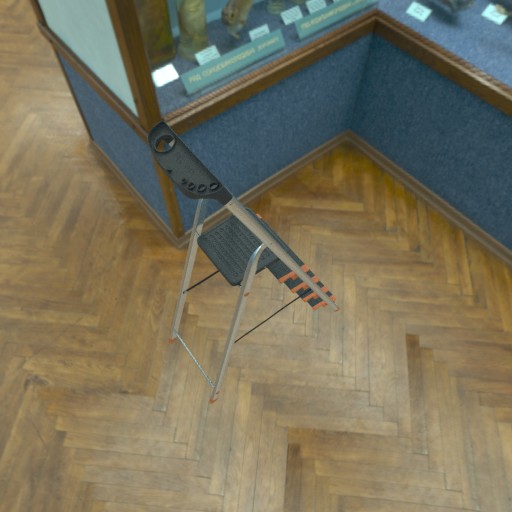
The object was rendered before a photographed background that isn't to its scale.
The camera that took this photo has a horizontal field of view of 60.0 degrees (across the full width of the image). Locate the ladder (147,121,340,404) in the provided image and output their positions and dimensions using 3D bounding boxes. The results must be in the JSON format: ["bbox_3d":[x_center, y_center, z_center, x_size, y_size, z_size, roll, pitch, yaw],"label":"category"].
[{"bbox_3d":[0.000,0.000,2.089,0.995,1.646,0.480,-33,64,-18],"label":"ladder"}]
